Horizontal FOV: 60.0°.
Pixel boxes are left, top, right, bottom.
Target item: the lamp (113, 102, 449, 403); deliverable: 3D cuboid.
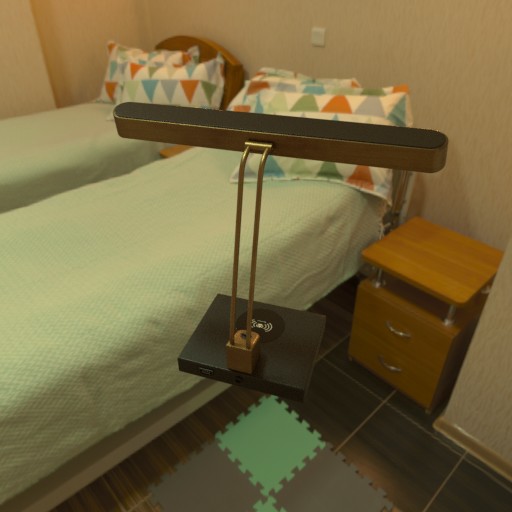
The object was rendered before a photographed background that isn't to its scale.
[{"bbox_3d":[0.000,0.000,0.584,0.412,0.345,0.156,10,35,15],"label":"lamp"}]
